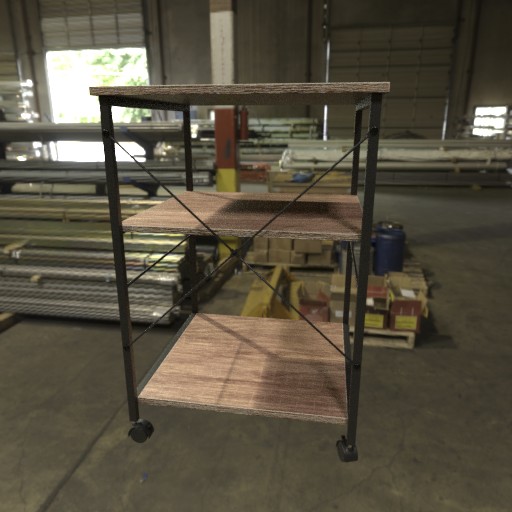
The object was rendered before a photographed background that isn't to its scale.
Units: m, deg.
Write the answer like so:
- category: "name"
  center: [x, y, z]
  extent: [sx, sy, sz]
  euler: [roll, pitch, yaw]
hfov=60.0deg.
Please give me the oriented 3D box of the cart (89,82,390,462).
- category: "cart"
  center: [0.000, 0.000, 1.106]
  extent: [0.521, 0.762, 0.520]
  euler: [3, 17, 9]
